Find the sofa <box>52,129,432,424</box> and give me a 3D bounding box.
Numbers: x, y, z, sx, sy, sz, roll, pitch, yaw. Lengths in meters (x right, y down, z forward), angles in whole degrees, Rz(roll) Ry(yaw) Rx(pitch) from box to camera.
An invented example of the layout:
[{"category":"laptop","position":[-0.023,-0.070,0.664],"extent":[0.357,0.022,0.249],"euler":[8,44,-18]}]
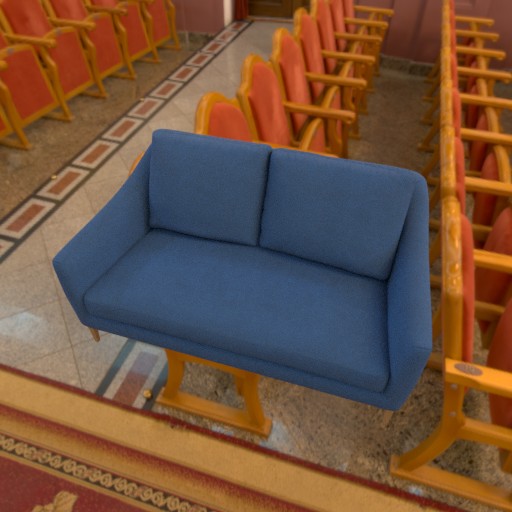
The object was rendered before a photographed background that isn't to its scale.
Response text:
[{"category":"sofa","position":[0.000,0.000,2.185],"extent":[1.619,0.902,0.960],"euler":[12,43,13]}]
